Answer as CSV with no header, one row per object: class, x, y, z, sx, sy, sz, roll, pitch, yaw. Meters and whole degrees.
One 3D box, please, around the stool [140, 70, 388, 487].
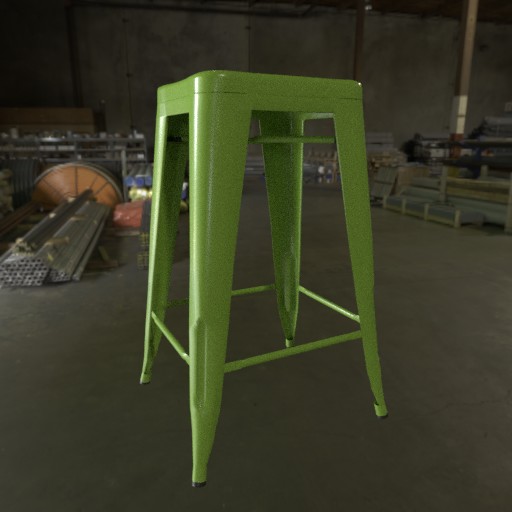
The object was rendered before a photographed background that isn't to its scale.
stool,0.000,0.000,0.838,0.398,0.609,0.358,-8,16,-26
